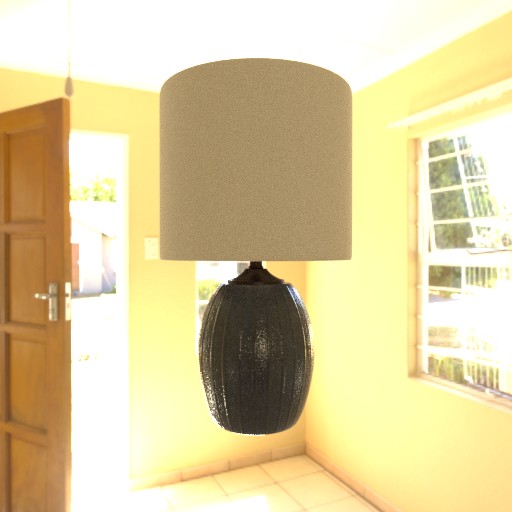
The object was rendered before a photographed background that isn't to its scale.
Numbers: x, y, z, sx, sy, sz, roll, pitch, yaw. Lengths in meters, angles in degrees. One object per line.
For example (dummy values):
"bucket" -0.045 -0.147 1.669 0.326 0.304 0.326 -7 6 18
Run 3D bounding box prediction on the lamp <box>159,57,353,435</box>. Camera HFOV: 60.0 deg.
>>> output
"lamp" 0.000 0.000 0.774 0.329 0.570 0.329 0 0 -35
